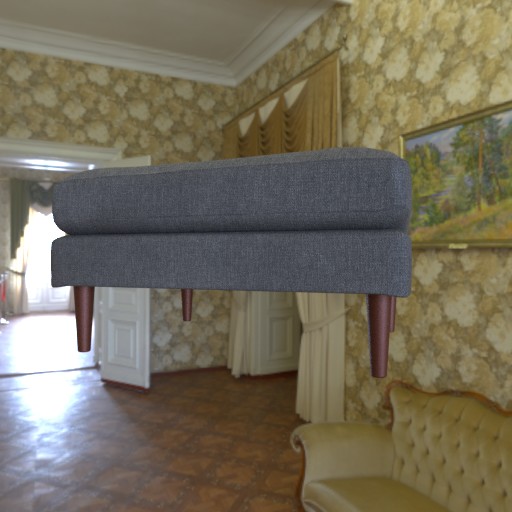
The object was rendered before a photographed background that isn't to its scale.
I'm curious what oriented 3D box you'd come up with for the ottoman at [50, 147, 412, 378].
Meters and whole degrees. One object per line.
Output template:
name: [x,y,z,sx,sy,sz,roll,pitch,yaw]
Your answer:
ottoman: [0.000,0.000,1.246,0.821,0.474,0.693,0,0,19]
